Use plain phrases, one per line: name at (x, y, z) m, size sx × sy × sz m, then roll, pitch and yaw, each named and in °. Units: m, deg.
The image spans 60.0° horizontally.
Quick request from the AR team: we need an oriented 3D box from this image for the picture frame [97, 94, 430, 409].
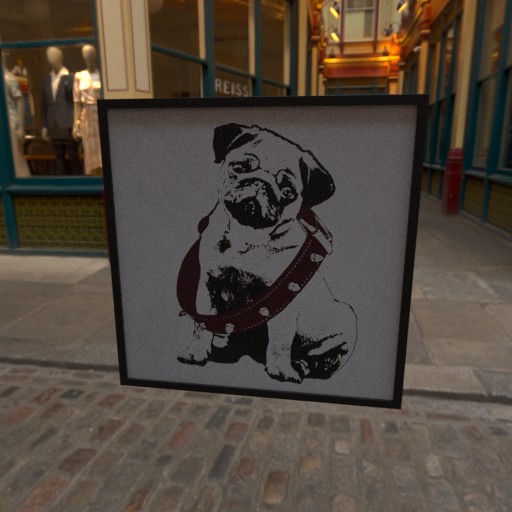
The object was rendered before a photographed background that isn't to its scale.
picture frame at (0.000, 0.000, 0.471) m, size 0.317 × 0.317 × 0.030 m, roll 2°, pitch 14°, yaw 9°
